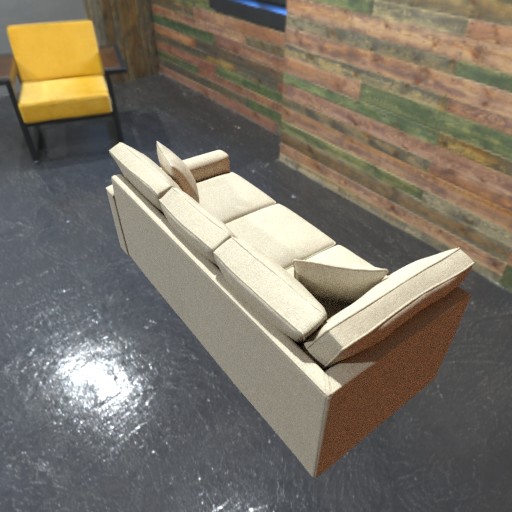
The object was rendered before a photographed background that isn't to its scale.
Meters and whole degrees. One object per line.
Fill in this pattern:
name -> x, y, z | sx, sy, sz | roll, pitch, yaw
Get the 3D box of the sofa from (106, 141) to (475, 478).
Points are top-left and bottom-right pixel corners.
sofa -> 0.000, 0.000, 2.863 | 1.053, 0.948, 2.323 | -25, 45, -27
